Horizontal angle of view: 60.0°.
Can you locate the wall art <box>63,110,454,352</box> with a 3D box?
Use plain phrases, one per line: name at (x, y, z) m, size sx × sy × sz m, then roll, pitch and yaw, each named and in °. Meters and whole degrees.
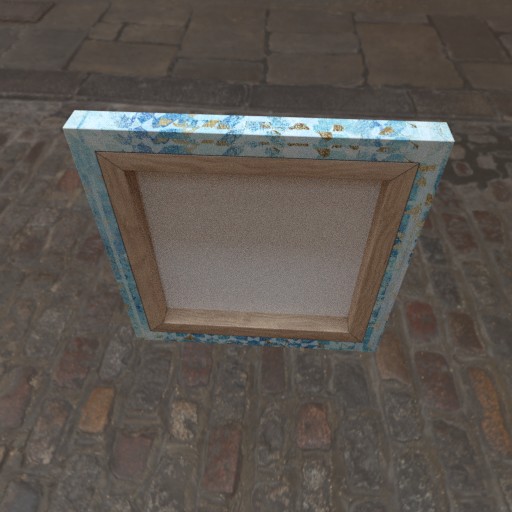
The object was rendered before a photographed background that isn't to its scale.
wall art at (0.000, 0.000, 0.616) m, size 0.405 × 0.405 × 0.037 m, roll 3°, pitch 47°, yaw 2°
